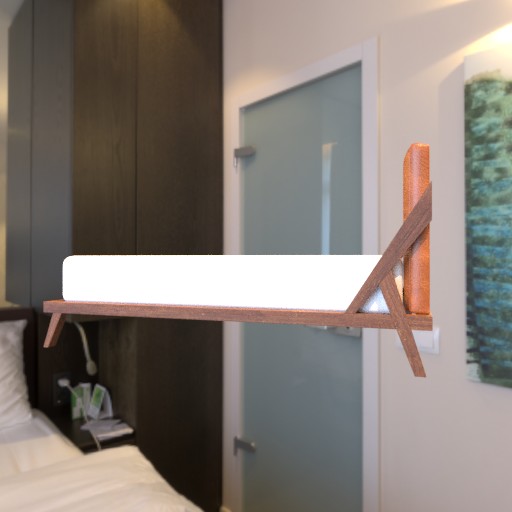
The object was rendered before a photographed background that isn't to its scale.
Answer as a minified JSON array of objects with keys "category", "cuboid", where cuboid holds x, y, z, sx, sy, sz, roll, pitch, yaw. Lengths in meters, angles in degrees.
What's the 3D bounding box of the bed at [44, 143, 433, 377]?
[{"category":"bed","cuboid":[0.000,0.000,3.251,2.311,1.168,1.651,0,0,18]}]
